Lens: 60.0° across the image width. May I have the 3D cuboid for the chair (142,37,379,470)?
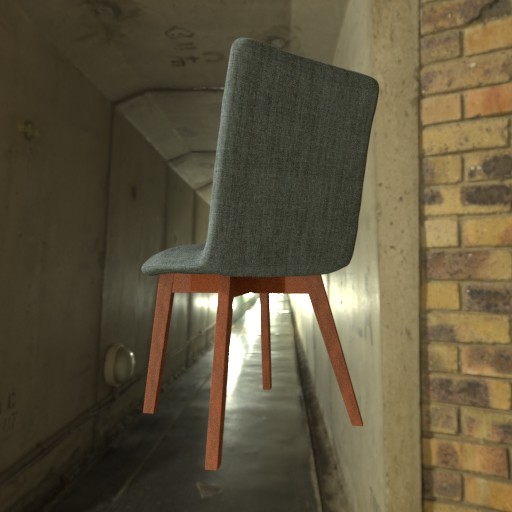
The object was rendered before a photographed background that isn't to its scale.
[{"bbox_3d":[0.000,0.000,1.298,0.522,0.974,0.563,0,-1,-34],"label":"chair"}]
